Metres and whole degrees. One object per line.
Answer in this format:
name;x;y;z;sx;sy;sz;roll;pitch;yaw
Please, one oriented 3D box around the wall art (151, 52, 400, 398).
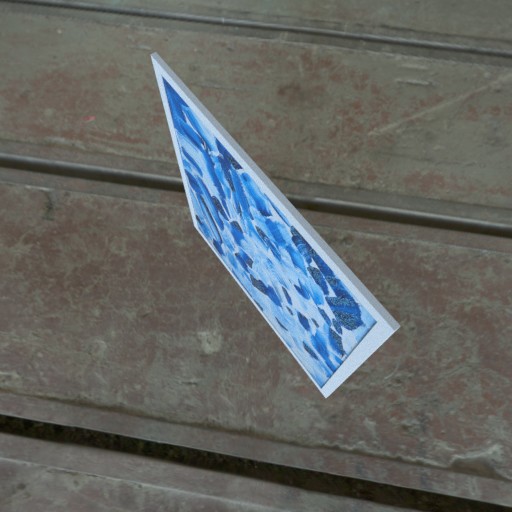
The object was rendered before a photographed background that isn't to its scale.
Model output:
wall art;0.000;0.000;1.255;0.015;0.812;0.812;-33;69;-15
